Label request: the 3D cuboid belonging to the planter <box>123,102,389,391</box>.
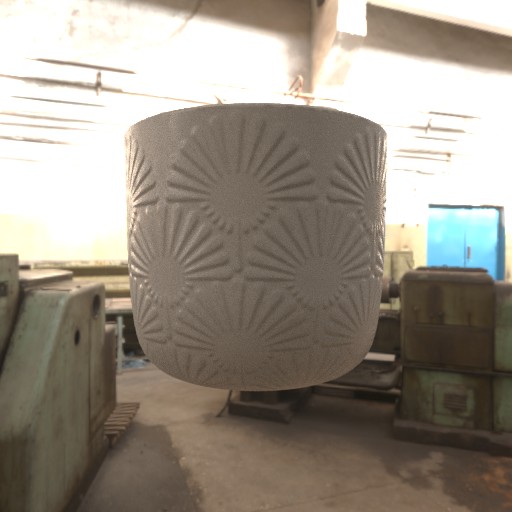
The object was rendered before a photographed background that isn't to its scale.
[{"bbox_3d":[0.000,0.000,0.216,0.124,0.109,0.124,0,1,0],"label":"planter"}]
